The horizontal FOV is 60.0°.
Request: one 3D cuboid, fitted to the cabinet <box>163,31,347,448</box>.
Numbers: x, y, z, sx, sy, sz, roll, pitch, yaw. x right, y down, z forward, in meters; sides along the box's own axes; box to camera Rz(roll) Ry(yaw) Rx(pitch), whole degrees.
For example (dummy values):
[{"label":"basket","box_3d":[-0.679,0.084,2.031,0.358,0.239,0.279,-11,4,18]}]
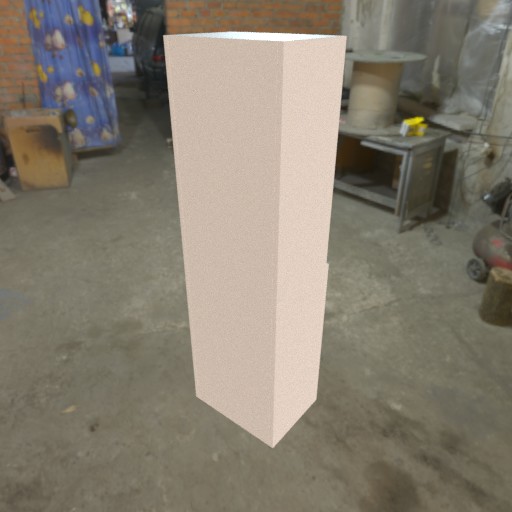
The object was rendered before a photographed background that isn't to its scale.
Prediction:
[{"label":"cabinet","box_3d":[0.000,0.000,1.514,0.400,1.350,0.300,21,36,33]}]
